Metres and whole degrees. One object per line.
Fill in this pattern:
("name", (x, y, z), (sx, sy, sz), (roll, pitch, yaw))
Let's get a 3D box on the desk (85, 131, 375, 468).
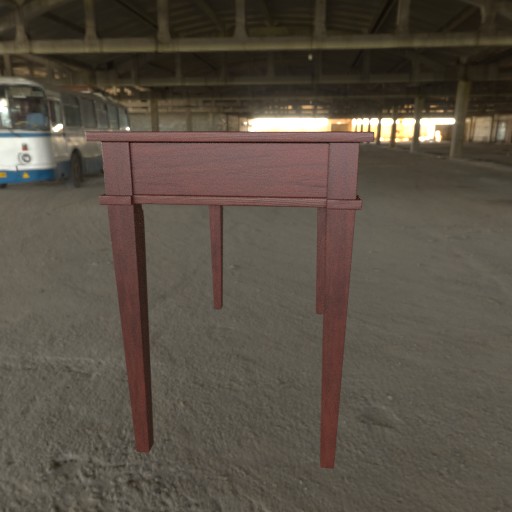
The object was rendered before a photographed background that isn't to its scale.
("desk", (0.000, 0.000, 1.409), (0.549, 0.762, 1.001), (2, 16, 7))
